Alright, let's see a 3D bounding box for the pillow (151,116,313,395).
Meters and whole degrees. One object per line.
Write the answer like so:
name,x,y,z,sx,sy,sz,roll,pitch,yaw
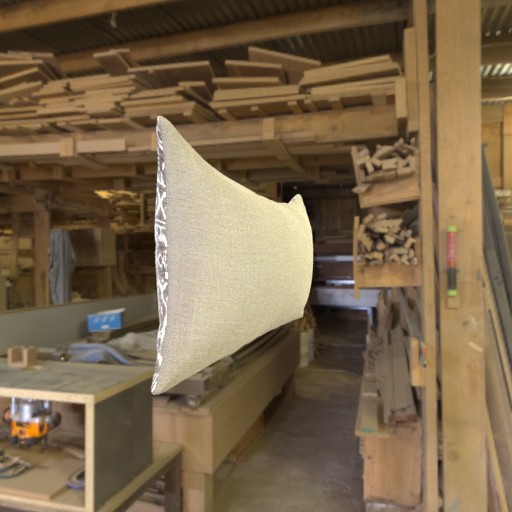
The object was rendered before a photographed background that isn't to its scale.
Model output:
pillow,0.000,0.000,0.749,0.148,0.290,0.631,0,0,19
